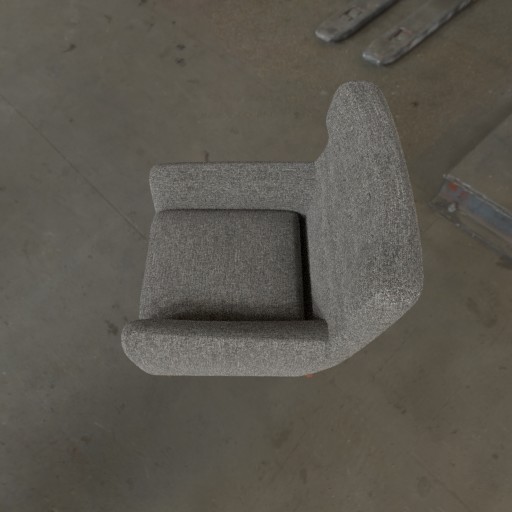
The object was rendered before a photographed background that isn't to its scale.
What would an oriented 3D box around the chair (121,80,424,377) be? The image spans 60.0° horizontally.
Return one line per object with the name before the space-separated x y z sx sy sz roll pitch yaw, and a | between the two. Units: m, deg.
chair | 0.000 0.000 1.772 0.940 1.039 0.889 0 58 0
